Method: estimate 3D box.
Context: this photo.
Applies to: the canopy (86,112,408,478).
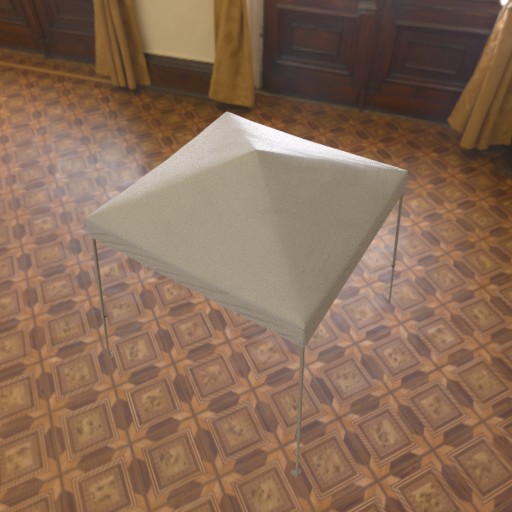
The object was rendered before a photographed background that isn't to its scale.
[{"bbox_3d":[0.000,0.000,6.452,3.600,3.600,3.599,25,51,21],"label":"canopy"}]
